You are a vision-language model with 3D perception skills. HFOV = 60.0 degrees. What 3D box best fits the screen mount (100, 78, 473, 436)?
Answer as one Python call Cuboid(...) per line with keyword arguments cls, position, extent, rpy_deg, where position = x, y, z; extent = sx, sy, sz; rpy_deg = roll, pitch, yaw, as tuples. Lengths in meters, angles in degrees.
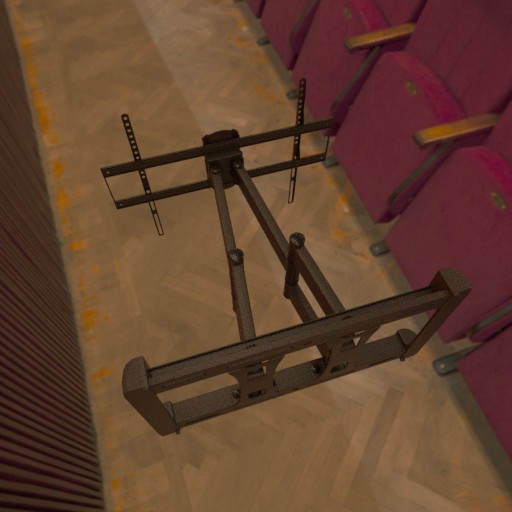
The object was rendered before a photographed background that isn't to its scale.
Cuboid(cls="screen mount", position=(0.000, 0.000, 1.115), extent=(0.661, 0.491, 0.644), rpy_deg=(-15, 59, -9))
